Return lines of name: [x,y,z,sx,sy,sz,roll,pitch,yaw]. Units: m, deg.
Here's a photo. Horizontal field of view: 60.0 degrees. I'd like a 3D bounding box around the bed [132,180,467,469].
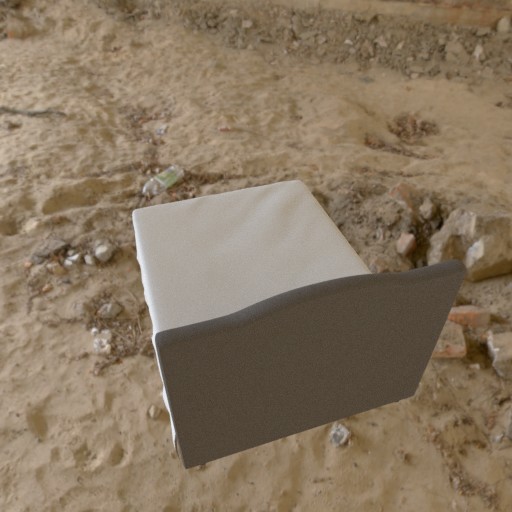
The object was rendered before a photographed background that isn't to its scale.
bed: [0.000,0.000,3.441,1.821,1.436,2.282,-12,43,-13]
